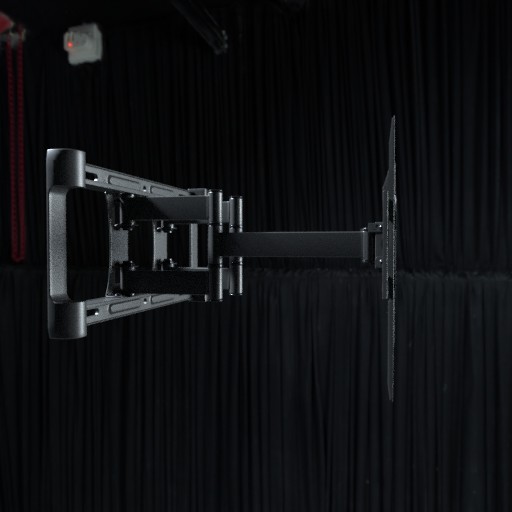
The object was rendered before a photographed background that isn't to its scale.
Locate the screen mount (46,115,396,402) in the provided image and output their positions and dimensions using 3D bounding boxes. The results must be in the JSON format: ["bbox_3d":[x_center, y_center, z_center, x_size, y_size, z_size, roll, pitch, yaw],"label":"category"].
[{"bbox_3d":[0.000,0.000,1.069,0.644,0.491,0.661,0,1,18],"label":"screen mount"}]
